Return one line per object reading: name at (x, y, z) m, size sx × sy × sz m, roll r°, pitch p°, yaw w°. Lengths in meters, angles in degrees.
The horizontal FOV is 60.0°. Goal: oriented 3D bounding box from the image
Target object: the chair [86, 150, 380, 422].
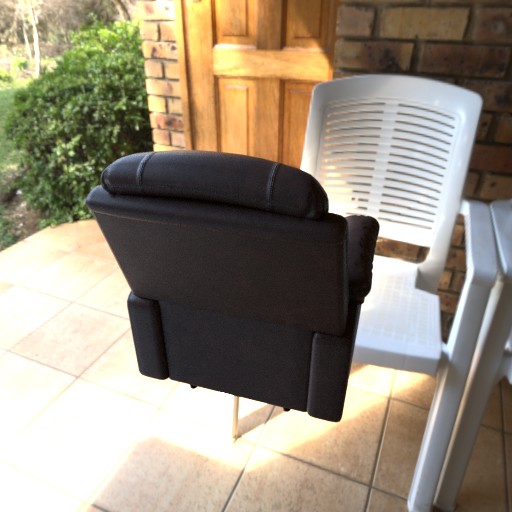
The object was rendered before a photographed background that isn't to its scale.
chair at (0.000, 0.000, 1.651) m, size 0.855 × 0.992 × 0.919 m, roll 9°, pitch 32°, yaw 15°
